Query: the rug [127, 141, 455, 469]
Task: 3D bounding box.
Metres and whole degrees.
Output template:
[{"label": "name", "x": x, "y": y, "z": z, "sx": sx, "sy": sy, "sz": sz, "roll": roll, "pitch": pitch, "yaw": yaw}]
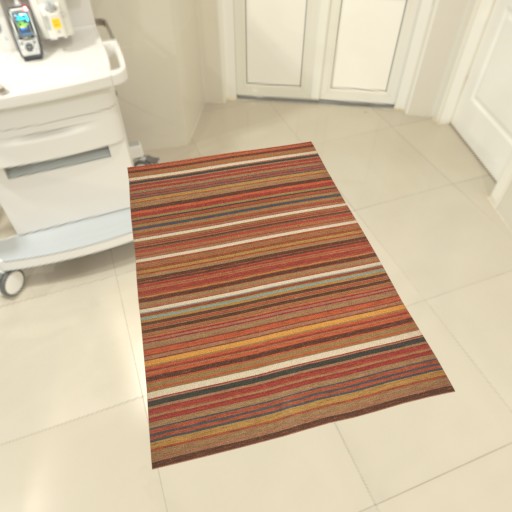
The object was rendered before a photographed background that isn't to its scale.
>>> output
[{"label": "rug", "x": 0.000, "y": 0.000, "z": 2.282, "sx": 1.217, "sy": 0.007, "sz": 1.828, "roll": -10, "pitch": 49, "yaw": -9}]
